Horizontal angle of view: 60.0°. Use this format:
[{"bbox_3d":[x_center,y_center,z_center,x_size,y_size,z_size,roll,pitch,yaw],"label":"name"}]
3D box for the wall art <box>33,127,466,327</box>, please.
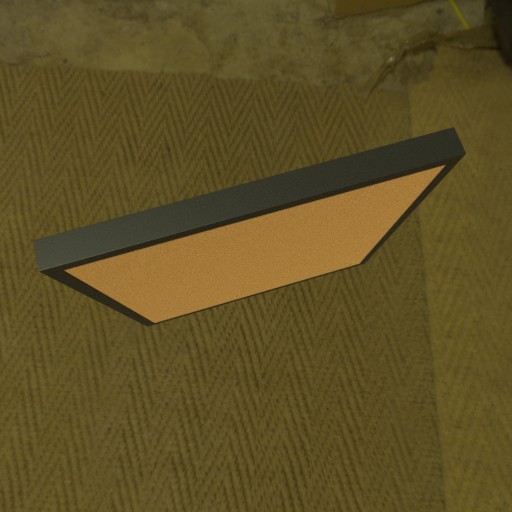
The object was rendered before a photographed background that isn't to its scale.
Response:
[{"bbox_3d":[0.000,0.000,0.751,0.506,0.506,0.037,-16,75,-4],"label":"wall art"}]
